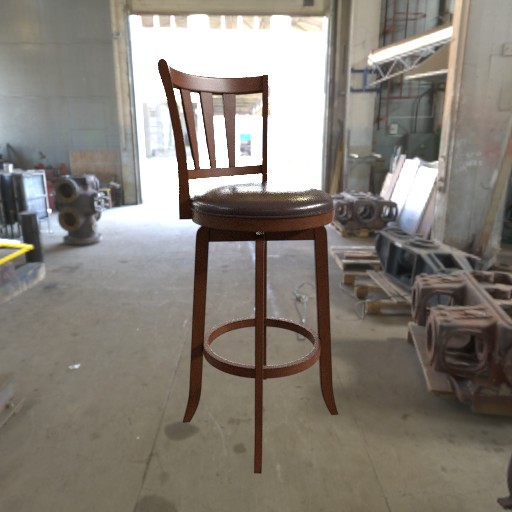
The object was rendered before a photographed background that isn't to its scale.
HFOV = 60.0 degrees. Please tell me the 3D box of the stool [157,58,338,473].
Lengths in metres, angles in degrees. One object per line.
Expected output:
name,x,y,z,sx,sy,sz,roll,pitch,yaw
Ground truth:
stool,0.000,0.000,1.446,0.503,1.177,0.464,14,20,42
